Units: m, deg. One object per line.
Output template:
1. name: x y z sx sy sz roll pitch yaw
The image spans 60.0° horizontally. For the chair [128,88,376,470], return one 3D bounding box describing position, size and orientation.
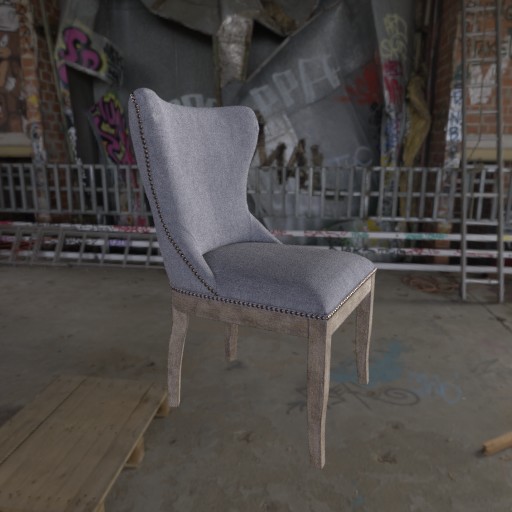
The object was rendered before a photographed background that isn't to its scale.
1. chair: 0.000 0.000 1.459 0.681 1.002 0.654 7 15 27
